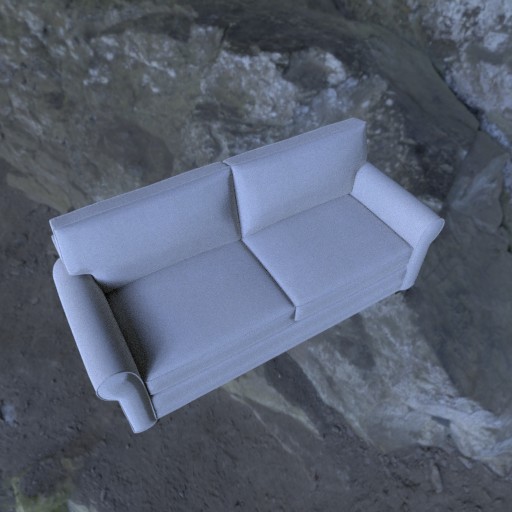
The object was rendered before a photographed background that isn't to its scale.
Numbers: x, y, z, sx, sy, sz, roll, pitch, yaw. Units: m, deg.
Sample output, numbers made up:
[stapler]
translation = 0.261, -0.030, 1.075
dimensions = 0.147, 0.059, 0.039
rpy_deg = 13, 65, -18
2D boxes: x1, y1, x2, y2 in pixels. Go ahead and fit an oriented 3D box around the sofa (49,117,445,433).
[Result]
[sofa]
translation = 0.000, 0.000, 2.632
dimensions = 2.146, 0.962, 0.901
rpy_deg = -23, 51, -21
